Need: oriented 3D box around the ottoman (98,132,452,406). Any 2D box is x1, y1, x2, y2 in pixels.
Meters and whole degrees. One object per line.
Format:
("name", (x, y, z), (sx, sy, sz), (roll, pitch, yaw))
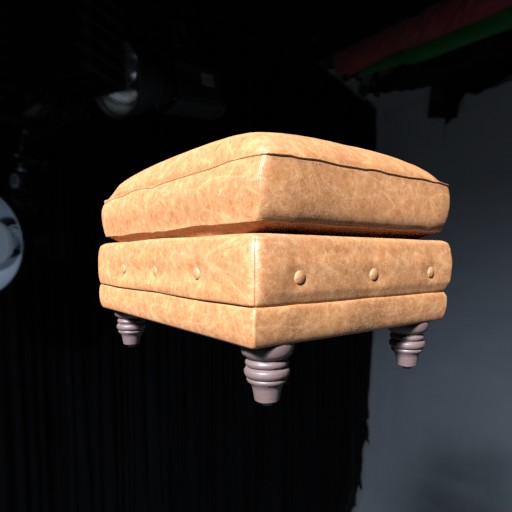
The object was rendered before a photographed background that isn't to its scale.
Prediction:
("ottoman", (0.000, 0.000, 1.063), (0.533, 0.480, 0.710), (0, 0, -37))
